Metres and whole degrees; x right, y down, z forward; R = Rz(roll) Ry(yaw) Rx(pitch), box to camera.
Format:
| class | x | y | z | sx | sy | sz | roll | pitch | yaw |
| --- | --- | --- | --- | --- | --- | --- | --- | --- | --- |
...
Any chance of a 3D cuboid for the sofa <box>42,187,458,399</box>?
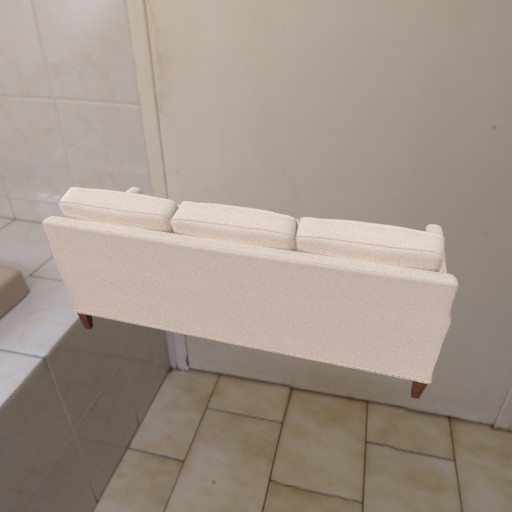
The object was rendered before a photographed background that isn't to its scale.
| class | x | y | z | sx | sy | sz | roll | pitch | yaw |
| --- | --- | --- | --- | --- | --- | --- | --- | --- | --- |
| sofa | 0.000 | 0.000 | 2.808 | 2.246 | 1.003 | 1.084 | 9 | 33 | 13 |
